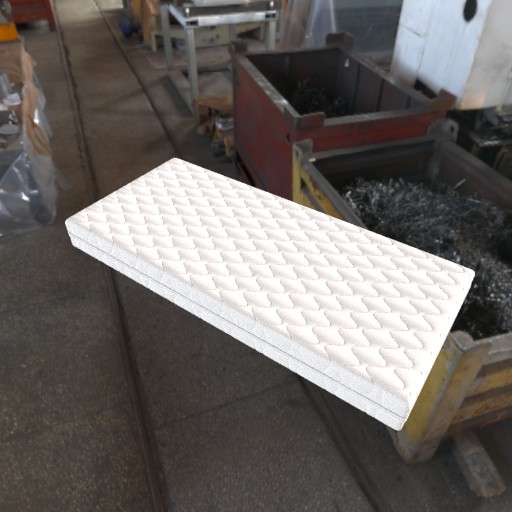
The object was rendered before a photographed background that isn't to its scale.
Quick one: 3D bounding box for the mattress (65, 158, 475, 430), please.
[{"bbox_3d":[0.000,0.000,2.368,2.000,0.200,0.900,25,46,26],"label":"mattress"}]
